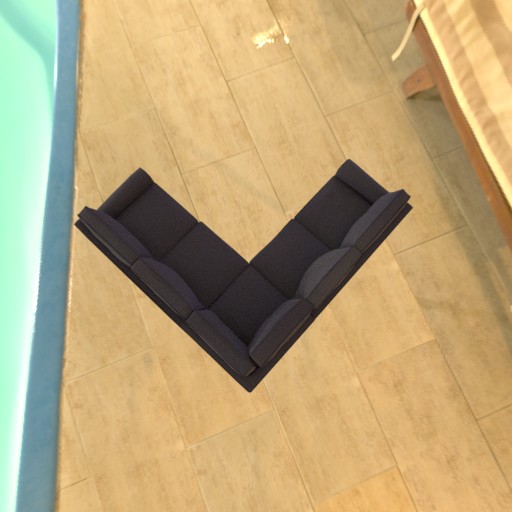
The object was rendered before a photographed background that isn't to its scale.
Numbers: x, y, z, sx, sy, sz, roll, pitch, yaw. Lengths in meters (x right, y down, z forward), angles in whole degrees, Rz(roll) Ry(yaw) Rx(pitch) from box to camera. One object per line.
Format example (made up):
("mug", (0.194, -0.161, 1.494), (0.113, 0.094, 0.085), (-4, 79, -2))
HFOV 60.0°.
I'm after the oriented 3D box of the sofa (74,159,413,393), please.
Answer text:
("sofa", (0.000, 0.000, 5.177), (3.773, 1.169, 2.874), (-16, 76, -4))
